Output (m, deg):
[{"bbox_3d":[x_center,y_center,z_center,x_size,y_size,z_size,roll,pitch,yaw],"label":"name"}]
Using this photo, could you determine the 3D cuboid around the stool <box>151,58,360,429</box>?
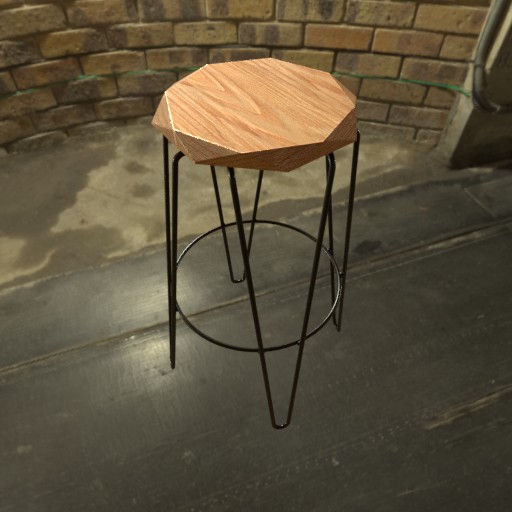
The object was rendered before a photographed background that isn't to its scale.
[{"bbox_3d":[0.000,0.000,0.806,0.326,0.610,0.326,24,51,21],"label":"stool"}]
